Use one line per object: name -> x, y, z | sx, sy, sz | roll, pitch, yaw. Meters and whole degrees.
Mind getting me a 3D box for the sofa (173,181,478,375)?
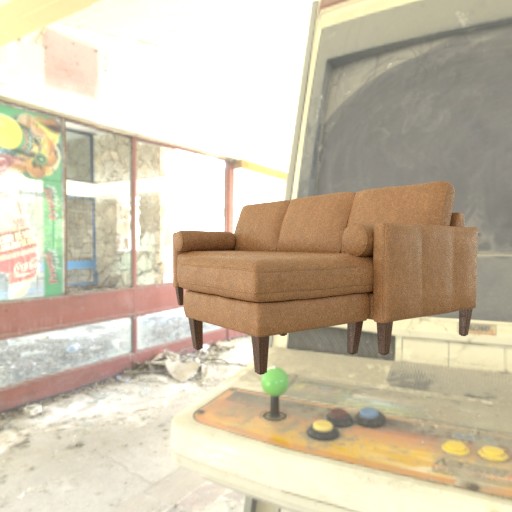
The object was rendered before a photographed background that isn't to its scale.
sofa -> 0.000, 0.000, 2.905 | 1.506, 0.876, 2.178 | -1, 2, -37
